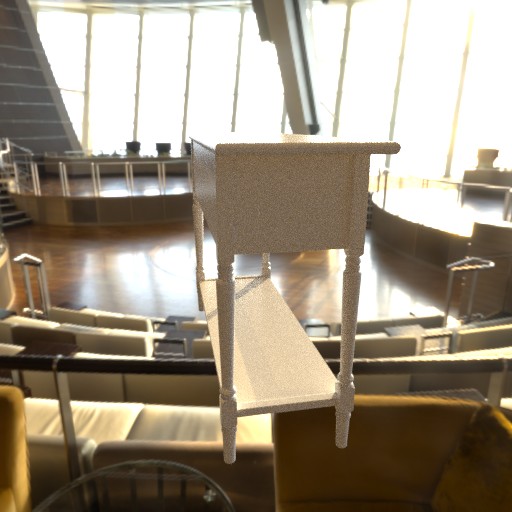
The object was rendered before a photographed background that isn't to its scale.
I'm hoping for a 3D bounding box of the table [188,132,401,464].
[{"bbox_3d":[0.000,0.000,1.553,0.386,0.814,1.191,-3,17,-10],"label":"table"}]
